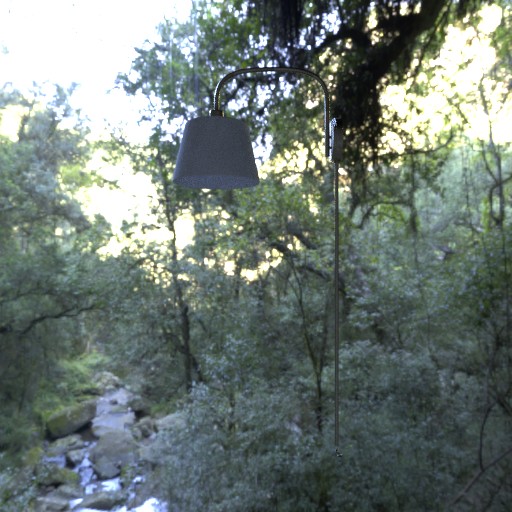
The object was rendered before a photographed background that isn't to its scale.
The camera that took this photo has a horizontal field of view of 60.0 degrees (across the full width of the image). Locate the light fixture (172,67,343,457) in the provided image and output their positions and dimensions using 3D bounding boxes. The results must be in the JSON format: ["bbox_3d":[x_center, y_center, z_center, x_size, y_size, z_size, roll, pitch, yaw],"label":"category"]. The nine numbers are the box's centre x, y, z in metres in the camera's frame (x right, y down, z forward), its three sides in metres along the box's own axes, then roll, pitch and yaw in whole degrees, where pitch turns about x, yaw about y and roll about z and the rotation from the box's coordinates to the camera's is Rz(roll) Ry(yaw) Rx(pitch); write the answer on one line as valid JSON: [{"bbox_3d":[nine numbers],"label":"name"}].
[{"bbox_3d":[0.000,0.000,0.469,0.176,0.399,0.092,0,0,2],"label":"light fixture"}]
